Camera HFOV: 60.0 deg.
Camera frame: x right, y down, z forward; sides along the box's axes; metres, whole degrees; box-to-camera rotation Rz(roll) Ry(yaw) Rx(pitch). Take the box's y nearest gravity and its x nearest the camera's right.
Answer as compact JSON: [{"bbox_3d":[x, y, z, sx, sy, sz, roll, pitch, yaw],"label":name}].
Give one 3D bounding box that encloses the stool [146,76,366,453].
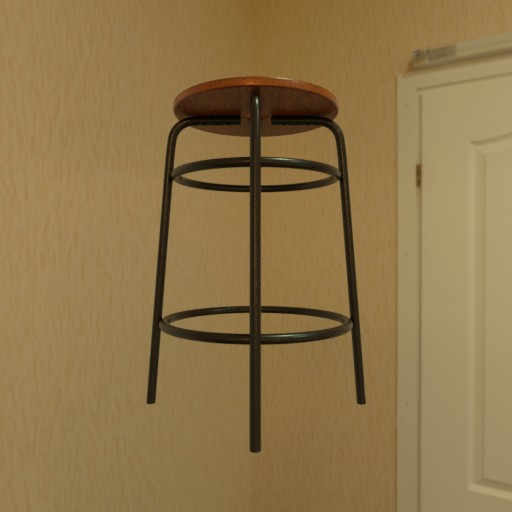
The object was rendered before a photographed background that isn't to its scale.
[{"bbox_3d":[0.000,0.000,0.916,0.455,0.610,0.455,0,1,0],"label":"stool"}]
